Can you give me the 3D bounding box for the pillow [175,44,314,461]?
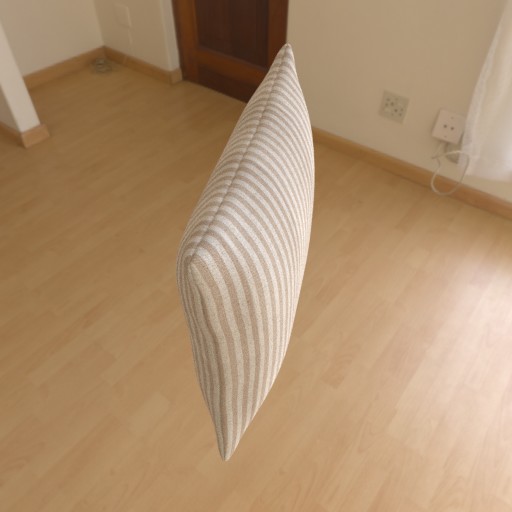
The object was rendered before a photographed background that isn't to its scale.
[{"bbox_3d":[0.000,0.000,0.762,0.166,0.510,0.523,10,48,9],"label":"pillow"}]
